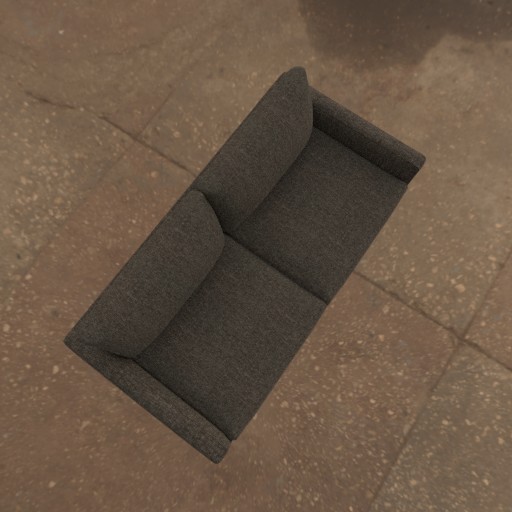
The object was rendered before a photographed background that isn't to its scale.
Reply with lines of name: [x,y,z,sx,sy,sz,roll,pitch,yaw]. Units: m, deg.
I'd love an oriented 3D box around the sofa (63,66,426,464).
sofa: [0.000,0.000,2.205,0.866,0.862,1.716,35,78,9]
